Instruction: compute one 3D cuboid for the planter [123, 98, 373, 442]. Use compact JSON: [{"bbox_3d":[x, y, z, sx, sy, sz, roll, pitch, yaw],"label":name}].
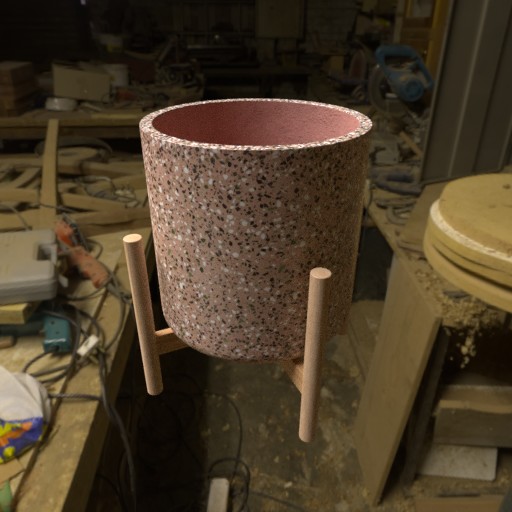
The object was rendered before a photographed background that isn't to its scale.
[{"bbox_3d":[0.000,0.000,0.692,0.360,0.419,0.360,-1,29,-2],"label":"planter"}]
